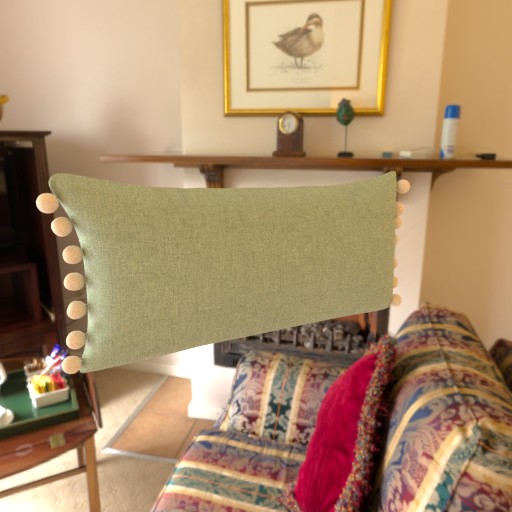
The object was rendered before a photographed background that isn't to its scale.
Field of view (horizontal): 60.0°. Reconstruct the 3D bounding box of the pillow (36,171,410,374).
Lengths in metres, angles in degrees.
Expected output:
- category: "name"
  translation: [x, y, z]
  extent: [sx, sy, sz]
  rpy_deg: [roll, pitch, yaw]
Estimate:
- category: "pillow"
  translation: [0.000, 0.000, 0.823]
  extent: [0.709, 0.322, 0.201]
  rpy_deg: [-7, 16, -25]
